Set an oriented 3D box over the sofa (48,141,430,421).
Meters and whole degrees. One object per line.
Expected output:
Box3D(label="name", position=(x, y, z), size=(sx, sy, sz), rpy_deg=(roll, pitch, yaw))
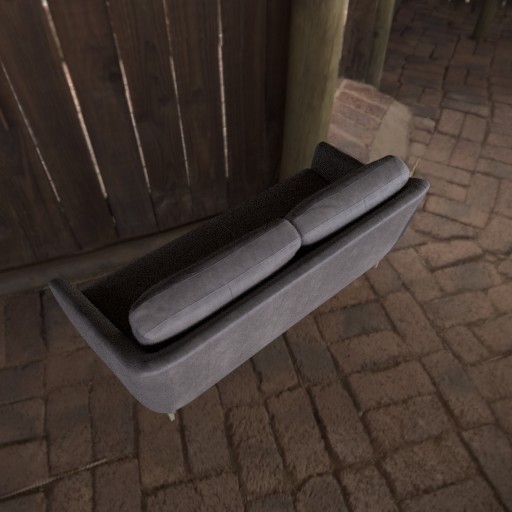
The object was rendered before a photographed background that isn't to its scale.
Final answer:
Box3D(label="sofa", position=(0.000, 0.000, 2.575), size=(2.036, 0.902, 0.960), rpy_deg=(-32, 54, -26))
